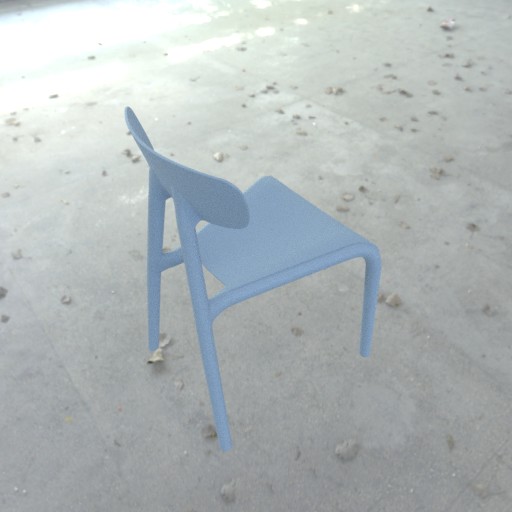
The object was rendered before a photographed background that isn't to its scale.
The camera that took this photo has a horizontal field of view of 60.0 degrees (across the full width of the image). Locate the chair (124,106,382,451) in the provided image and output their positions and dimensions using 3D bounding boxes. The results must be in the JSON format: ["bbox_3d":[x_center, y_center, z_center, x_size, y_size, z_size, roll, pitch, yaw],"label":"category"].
[{"bbox_3d":[0.000,0.000,0.845,0.401,0.580,0.356,-27,49,-27],"label":"chair"}]
